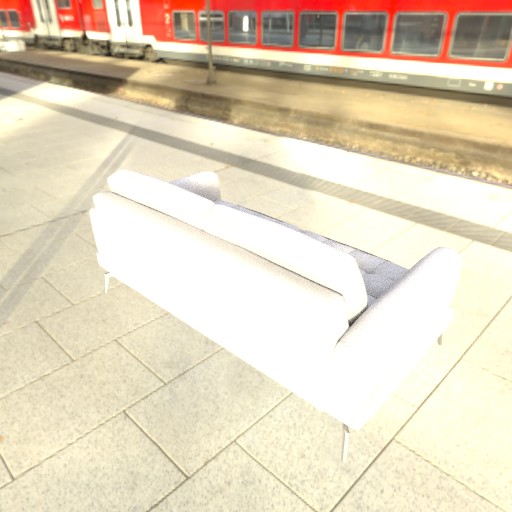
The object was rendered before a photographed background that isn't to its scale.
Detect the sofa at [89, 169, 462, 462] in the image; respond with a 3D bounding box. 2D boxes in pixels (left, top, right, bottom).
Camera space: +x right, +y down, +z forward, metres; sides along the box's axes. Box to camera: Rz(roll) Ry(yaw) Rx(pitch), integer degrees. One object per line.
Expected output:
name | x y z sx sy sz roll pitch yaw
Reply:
sofa | 0.000 0.000 2.764 2.177 0.930 1.121 24 37 36
